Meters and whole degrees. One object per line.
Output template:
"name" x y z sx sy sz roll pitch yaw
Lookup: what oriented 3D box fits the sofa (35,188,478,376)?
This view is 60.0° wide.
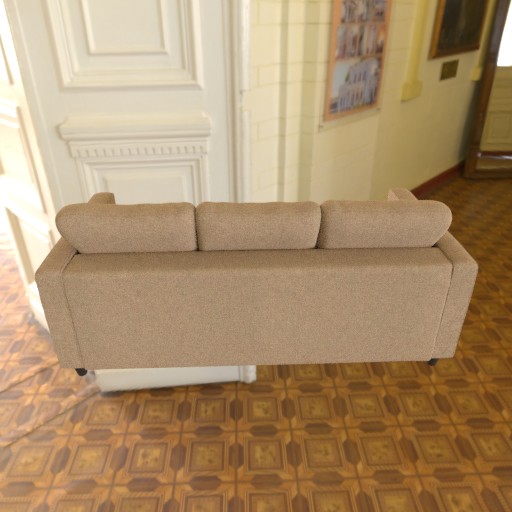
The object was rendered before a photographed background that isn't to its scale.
"sofa" 0.000 0.000 2.323 1.855 0.800 0.930 -1 29 -2
